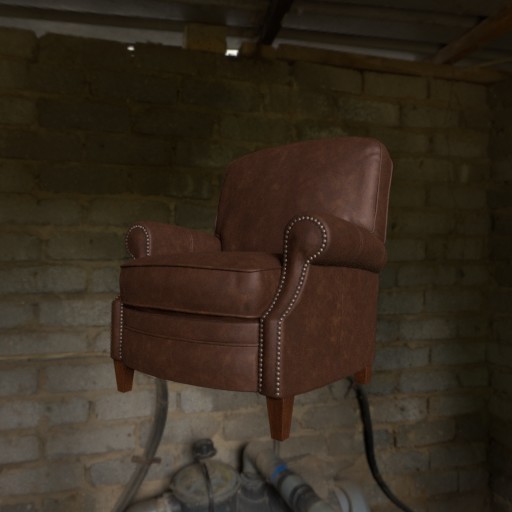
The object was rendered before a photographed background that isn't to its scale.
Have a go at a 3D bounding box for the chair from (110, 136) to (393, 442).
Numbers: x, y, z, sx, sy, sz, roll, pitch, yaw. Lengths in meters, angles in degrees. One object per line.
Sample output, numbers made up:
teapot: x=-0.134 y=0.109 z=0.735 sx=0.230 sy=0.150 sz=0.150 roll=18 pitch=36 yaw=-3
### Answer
chair: x=0.000 y=0.000 z=1.747 sx=0.936 sy=1.018 sz=0.986 roll=1 pitch=1 yaw=37
